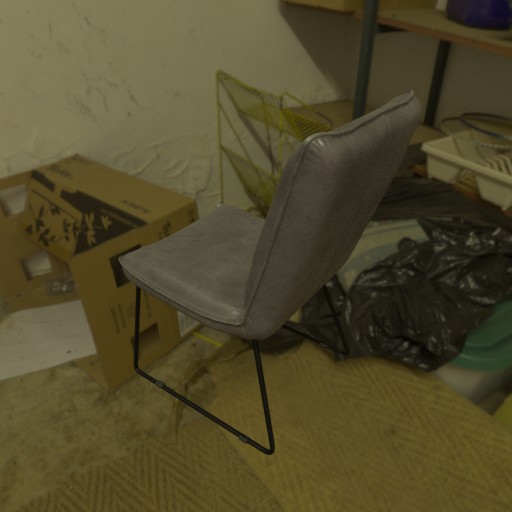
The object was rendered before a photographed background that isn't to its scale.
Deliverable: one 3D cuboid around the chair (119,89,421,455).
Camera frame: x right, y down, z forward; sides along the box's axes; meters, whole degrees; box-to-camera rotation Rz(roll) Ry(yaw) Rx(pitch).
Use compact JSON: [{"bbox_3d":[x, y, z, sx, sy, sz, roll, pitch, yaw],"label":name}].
[{"bbox_3d":[0.000,0.000,1.309,0.688,0.932,0.515,20,37,30],"label":"chair"}]
